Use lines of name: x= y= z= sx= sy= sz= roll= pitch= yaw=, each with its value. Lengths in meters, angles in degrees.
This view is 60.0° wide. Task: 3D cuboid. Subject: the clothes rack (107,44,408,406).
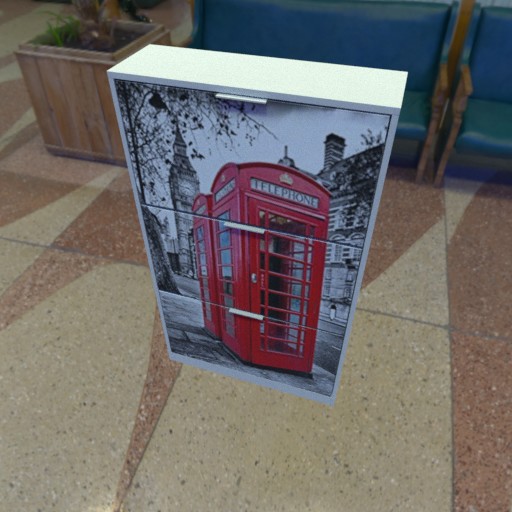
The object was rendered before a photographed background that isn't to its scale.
clothes rack: x=0.000 y=0.000 z=1.578 sx=0.750 sy=1.280 sz=0.250 roll=12 pitch=43 yaw=13
